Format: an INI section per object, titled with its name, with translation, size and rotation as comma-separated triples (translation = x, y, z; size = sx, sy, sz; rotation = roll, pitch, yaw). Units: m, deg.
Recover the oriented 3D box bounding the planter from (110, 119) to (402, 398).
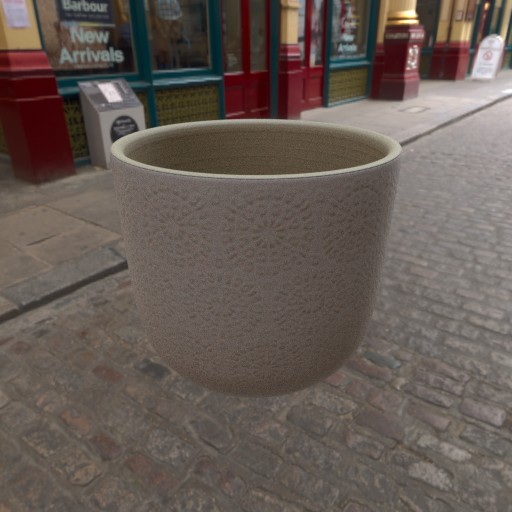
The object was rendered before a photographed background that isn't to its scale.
[planter]
translation = 0.000, 0.000, 0.368
size = 0.208, 0.190, 0.208
rotation = 0, 25, 0
